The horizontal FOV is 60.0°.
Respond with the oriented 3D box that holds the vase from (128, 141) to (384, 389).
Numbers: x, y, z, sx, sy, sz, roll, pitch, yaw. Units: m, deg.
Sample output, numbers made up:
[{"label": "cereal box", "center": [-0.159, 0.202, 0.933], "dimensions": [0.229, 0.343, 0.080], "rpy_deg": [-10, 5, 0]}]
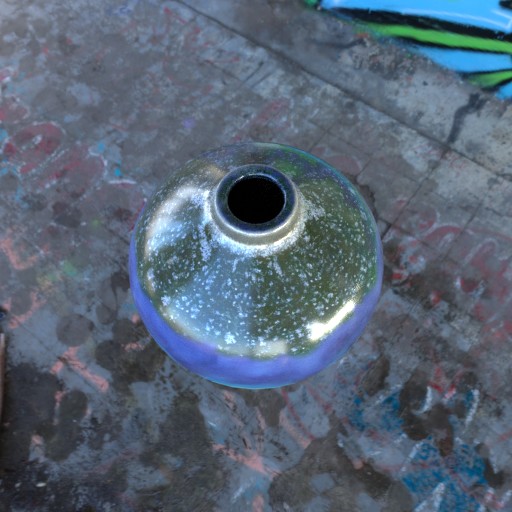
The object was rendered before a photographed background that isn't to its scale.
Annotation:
[{"label": "vase", "center": [0.000, 0.000, 0.269], "dimensions": [0.154, 0.133, 0.154], "rpy_deg": [0, 65, 0]}]
